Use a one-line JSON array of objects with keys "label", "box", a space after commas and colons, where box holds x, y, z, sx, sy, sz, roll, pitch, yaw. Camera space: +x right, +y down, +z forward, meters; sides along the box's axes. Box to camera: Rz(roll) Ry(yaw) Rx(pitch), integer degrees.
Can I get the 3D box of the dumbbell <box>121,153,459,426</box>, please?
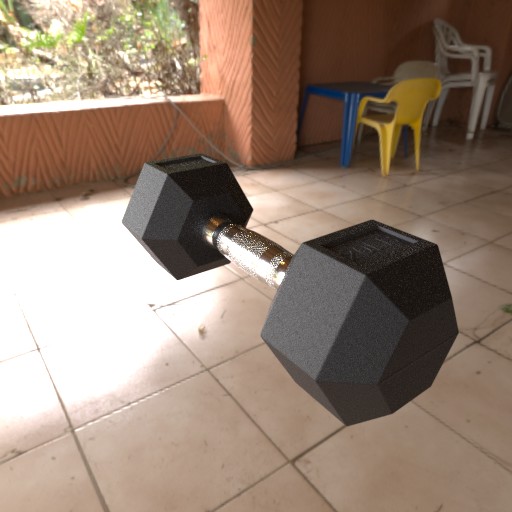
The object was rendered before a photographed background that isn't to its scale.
[{"label": "dumbbell", "box": [0.000, 0.000, 0.343, 0.116, 0.101, 0.297, -18, 32, -32]}]
